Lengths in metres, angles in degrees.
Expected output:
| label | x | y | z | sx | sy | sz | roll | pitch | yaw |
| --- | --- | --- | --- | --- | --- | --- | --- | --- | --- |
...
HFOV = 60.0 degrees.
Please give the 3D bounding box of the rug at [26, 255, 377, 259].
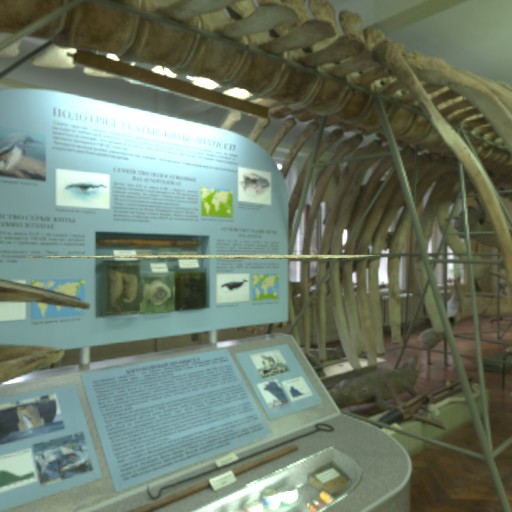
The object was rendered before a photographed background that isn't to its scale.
| label | x | y | z | sx | sy | sz | roll | pitch | yaw |
| --- | --- | --- | --- | --- | --- | --- | --- | --- | --- |
| rug | 0.000 | 0.000 | 2.986 | 1.524 | 0.008 | 2.438 | 0 | 0 | 18 |
